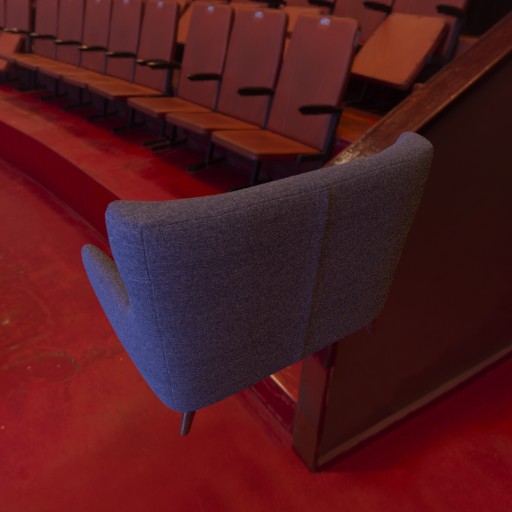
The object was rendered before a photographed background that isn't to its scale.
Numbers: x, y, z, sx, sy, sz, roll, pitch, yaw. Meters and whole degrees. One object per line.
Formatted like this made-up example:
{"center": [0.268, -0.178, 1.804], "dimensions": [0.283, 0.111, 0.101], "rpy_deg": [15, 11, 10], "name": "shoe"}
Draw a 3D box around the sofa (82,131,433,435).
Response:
{"center": [0.000, 0.000, 1.999], "dimensions": [1.358, 1.028, 0.874], "rpy_deg": [-19, 36, -29], "name": "sofa"}
